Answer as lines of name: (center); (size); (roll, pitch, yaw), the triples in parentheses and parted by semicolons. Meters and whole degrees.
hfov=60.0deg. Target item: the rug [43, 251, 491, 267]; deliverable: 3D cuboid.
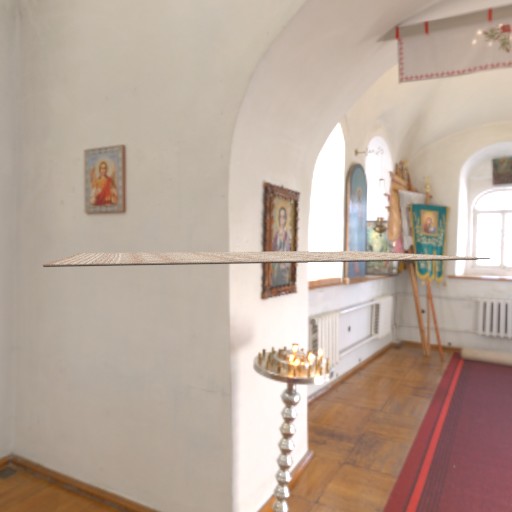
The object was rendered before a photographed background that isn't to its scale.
rug: (0.000, 0.000, 2.303); (1.829, 0.008, 1.219); (-1, 2, -17)
